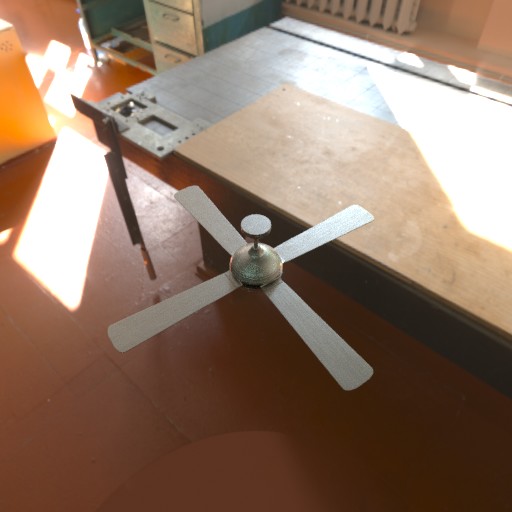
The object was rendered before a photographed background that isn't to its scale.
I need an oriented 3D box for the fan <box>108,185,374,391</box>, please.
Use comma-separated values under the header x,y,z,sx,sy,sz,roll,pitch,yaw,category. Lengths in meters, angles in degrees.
x,y,z,sx,sy,sz,roll,pitch,yaw,category
0.000,0.000,1.959,1.321,0.381,1.321,-10,48,-9,fan
